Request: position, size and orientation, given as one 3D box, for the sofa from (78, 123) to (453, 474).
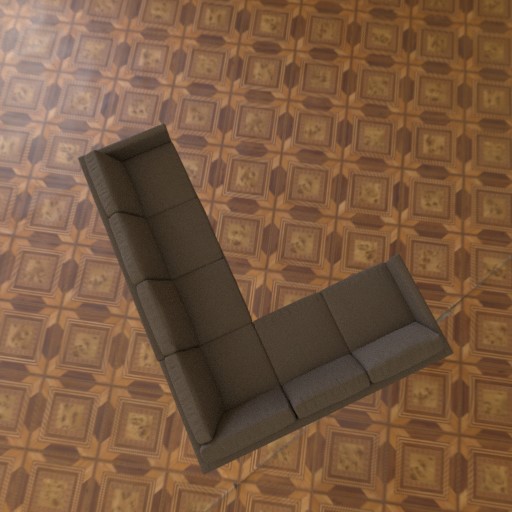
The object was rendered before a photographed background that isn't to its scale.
[{"bbox_3d":[0.000,0.000,4.382,2.432,0.871,3.182,-24,78,-6],"label":"sofa"}]
